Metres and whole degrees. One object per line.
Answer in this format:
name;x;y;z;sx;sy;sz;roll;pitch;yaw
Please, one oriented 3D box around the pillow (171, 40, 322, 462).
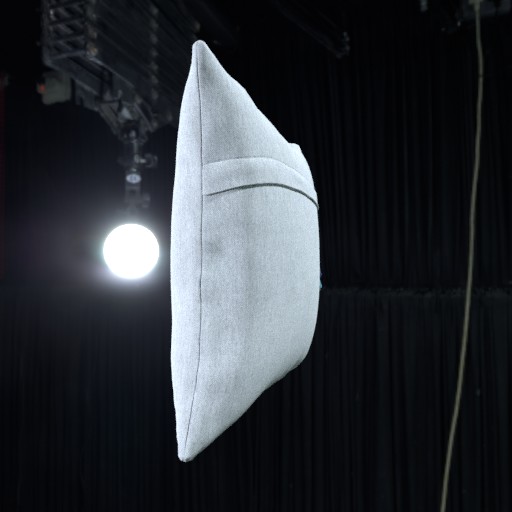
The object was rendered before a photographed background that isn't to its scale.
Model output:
pillow;0.000;0.000;0.656;0.173;0.436;0.433;0;-1;19
